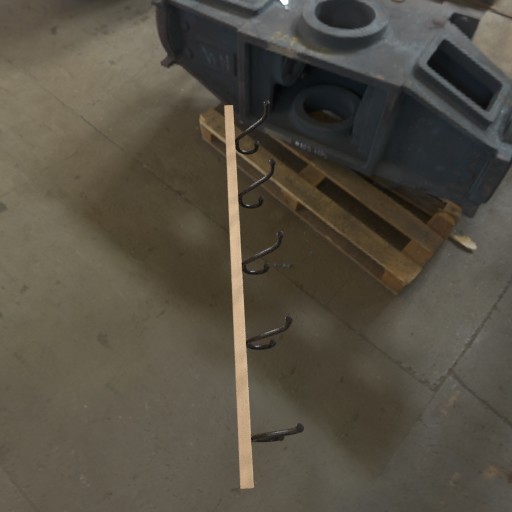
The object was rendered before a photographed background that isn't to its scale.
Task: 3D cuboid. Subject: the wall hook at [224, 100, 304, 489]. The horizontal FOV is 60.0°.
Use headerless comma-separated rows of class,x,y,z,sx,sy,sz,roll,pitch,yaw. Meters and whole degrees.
wall hook,0.000,0.000,0.618,0.071,0.117,0.571,-3,63,-2
